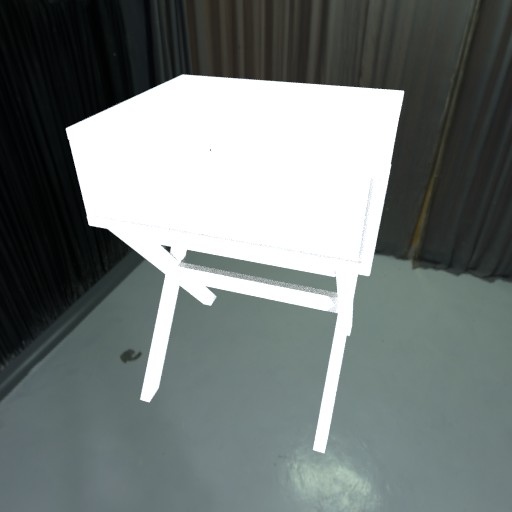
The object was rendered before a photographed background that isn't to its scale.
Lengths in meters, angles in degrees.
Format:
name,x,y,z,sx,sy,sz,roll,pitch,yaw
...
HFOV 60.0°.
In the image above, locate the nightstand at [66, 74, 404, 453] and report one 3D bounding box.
name,x,y,z,sx,sy,sz,roll,pitch,yaw
nightstand,0.000,0.000,0.944,0.479,0.623,0.402,10,35,15
